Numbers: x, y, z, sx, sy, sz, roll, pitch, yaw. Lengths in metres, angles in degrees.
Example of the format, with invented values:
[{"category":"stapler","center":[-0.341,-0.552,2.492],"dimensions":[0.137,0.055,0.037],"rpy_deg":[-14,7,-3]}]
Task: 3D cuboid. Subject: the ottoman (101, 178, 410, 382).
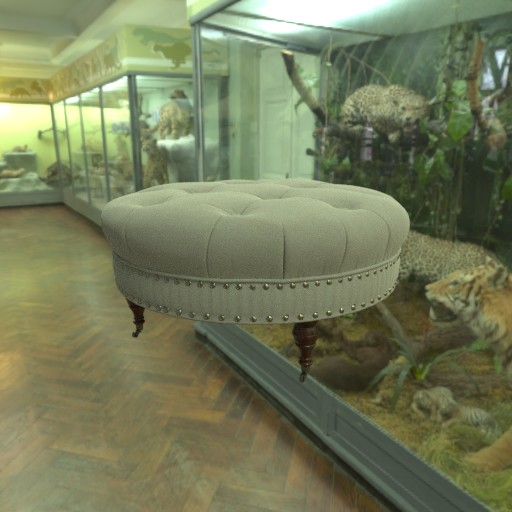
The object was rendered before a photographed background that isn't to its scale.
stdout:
[{"category":"ottoman","center":[0.000,0.000,1.383],"dimensions":[0.901,0.439,0.901],"rpy_deg":[0,15,0]}]
